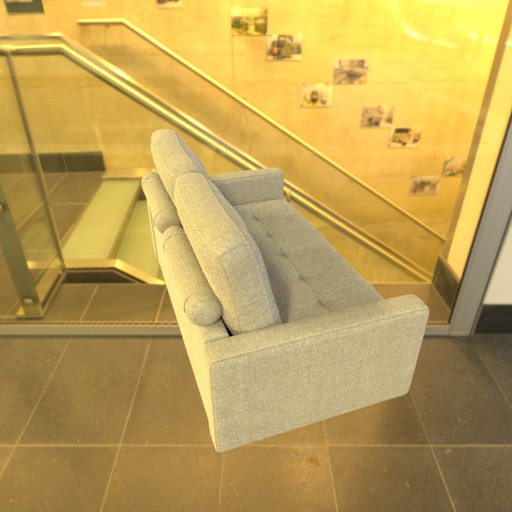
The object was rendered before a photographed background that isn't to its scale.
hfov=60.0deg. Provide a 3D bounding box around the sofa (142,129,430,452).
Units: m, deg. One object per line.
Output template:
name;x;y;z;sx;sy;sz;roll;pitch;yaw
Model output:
sofa;0.000;0.000;2.014;0.842;0.907;1.407;-11;34;-16
